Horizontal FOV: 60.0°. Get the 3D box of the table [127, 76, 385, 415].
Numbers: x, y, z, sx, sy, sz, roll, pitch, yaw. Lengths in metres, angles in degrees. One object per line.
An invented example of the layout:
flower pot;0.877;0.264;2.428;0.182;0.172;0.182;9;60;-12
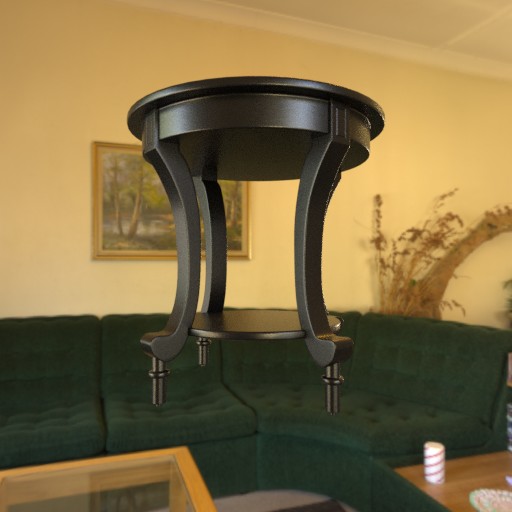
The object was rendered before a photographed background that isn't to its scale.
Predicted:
table;0.000;0.000;1.062;0.597;0.618;0.597;0;-1;0
